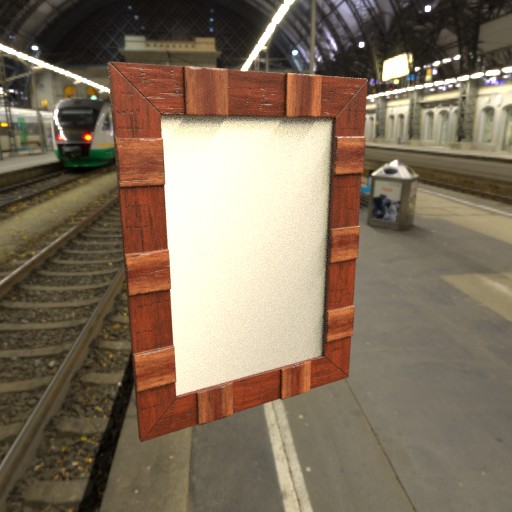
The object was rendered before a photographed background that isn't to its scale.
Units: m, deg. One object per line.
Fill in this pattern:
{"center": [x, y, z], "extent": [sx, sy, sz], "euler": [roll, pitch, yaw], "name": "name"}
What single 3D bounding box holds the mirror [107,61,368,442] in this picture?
{"center": [0.000, 0.000, 1.041], "extent": [0.600, 0.805, 0.021], "euler": [-8, 18, -26], "name": "mirror"}
